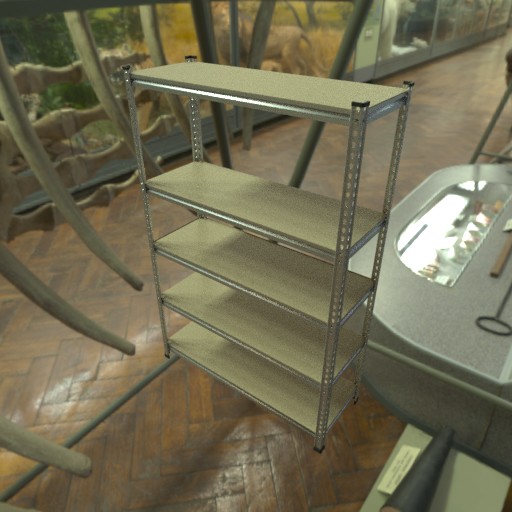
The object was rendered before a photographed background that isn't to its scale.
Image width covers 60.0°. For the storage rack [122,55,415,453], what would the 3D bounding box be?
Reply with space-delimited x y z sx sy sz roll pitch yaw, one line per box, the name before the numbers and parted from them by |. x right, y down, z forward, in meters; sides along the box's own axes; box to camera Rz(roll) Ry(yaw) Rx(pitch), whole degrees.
storage rack | 0.000 0.000 2.368 1.219 1.829 0.457 22 38 31
